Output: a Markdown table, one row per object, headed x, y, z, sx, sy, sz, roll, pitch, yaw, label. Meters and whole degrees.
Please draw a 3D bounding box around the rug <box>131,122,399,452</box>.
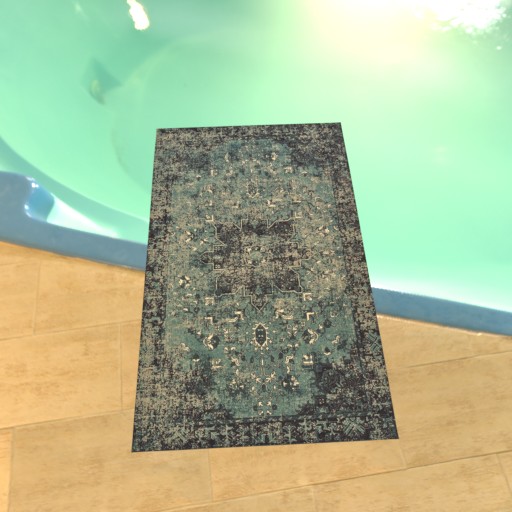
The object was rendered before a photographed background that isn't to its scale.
| x | y | z | sx | sy | sz | roll | pitch | yaw | label |
| --- | --- | --- | --- | --- | --- | --- | --- | --- | --- |
| 0.000 | 0.000 | 3.085 | 1.525 | 0.007 | 2.440 | -2 | 62 | -1 | rug |
